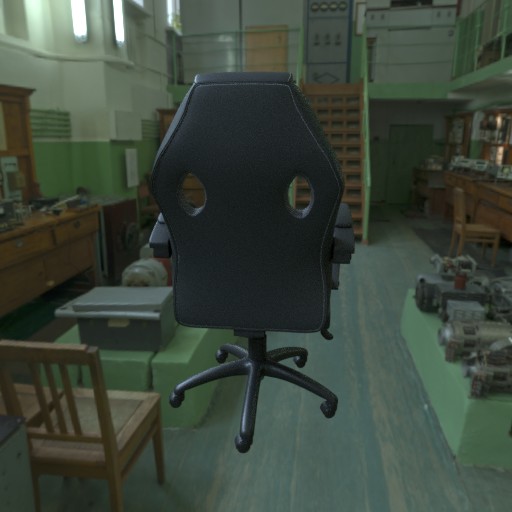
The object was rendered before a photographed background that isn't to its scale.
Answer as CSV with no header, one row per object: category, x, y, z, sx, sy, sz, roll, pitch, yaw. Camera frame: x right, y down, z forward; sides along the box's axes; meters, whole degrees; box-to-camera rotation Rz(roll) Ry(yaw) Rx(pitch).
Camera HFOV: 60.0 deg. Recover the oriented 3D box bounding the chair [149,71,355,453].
chair,0.000,0.000,1.637,0.673,1.187,0.724,2,16,6
